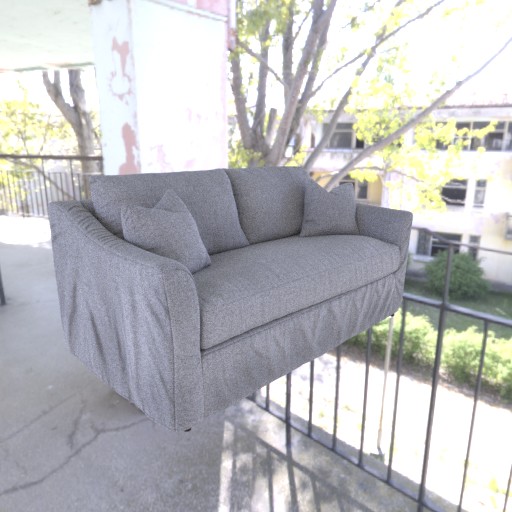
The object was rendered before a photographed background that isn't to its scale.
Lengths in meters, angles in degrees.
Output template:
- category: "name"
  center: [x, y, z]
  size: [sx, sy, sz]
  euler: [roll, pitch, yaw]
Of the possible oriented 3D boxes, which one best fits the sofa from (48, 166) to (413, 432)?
- category: "sofa"
  center: [0.000, 0.000, 2.676]
  size: [1.072, 1.018, 2.010]
  euler: [14, 20, 43]
